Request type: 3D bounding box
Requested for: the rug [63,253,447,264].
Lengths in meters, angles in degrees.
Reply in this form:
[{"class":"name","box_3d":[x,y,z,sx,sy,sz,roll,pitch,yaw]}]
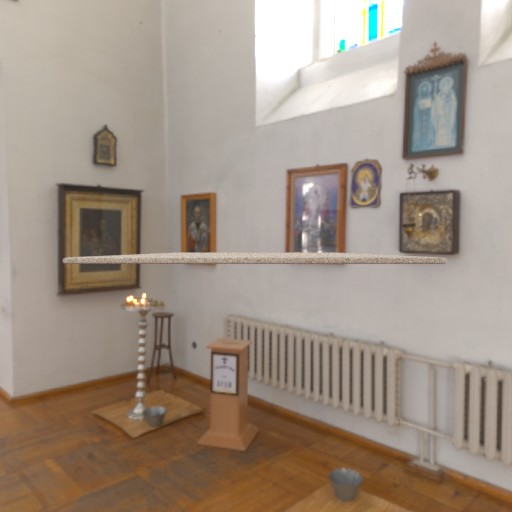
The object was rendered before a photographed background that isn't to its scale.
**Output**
[{"class":"rug","box_3d":[0.000,0.000,3.403,1.778,0.030,2.743,0,1,0]}]
